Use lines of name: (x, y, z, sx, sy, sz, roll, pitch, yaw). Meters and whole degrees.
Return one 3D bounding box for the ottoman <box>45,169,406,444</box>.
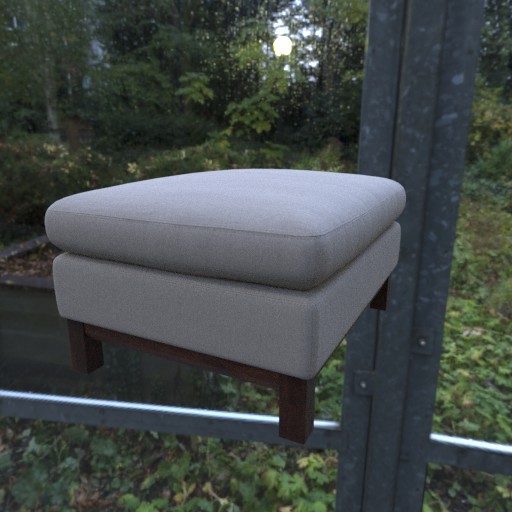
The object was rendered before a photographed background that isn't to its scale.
ottoman: (0.000, 0.000, 1.113, 0.606, 0.420, 0.771, 8, 17, 26)
